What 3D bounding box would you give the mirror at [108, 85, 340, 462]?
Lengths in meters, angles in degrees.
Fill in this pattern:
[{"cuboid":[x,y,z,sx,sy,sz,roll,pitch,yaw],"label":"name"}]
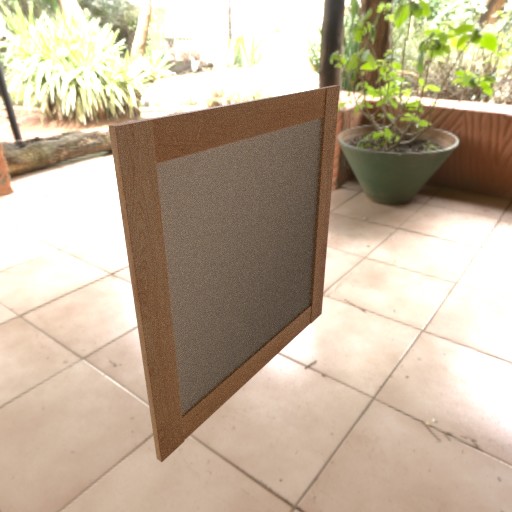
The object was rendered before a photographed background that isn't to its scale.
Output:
[{"cuboid":[0.000,0.000,1.195,0.020,0.800,0.800,18,32,32],"label":"mirror"}]
